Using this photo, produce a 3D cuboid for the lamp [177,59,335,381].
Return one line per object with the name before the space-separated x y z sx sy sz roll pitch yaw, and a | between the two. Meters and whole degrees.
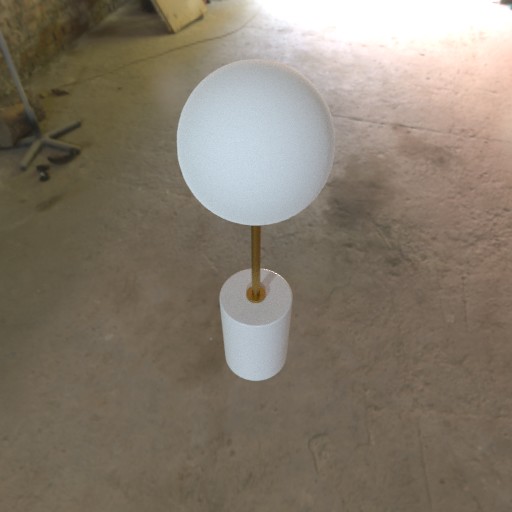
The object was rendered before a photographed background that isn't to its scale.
lamp | 0.000 0.000 0.556 0.153 0.480 0.153 0 48 0
